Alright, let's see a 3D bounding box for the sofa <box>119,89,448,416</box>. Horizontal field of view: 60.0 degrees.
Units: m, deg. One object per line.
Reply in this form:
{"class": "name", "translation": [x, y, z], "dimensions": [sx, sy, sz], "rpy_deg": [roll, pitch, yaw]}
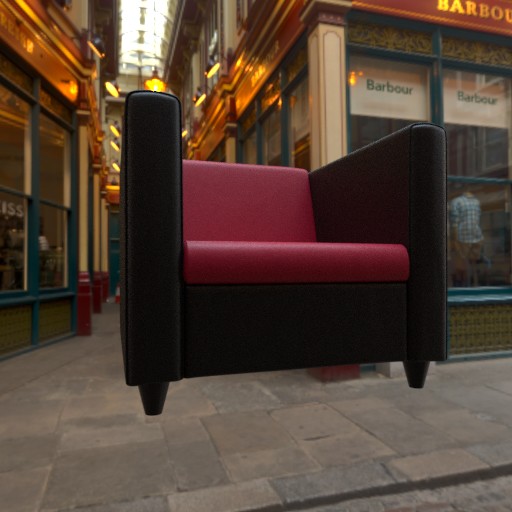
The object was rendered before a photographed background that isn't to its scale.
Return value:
{"class": "sofa", "translation": [0.000, 0.000, 1.434], "dimensions": [0.839, 0.724, 0.809], "rpy_deg": [0, -1, -18]}
